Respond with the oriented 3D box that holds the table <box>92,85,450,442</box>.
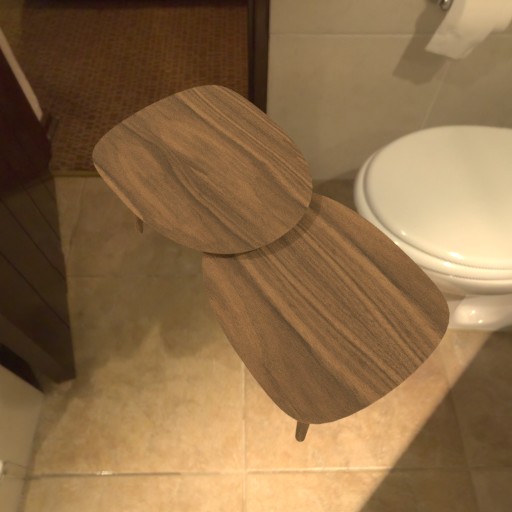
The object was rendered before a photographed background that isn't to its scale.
[{"bbox_3d":[0.000,0.000,1.356,0.527,0.429,1.084,-33,64,-19],"label":"table"}]
